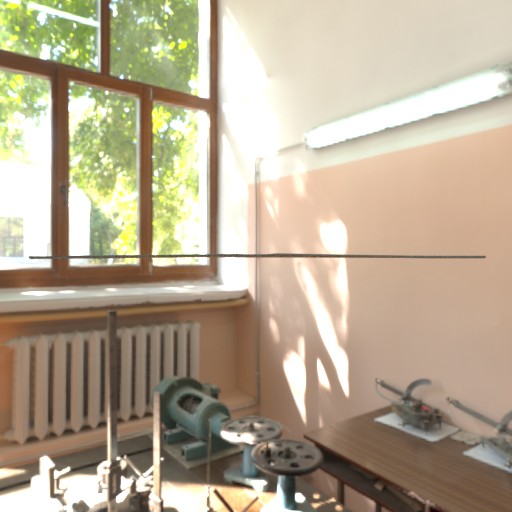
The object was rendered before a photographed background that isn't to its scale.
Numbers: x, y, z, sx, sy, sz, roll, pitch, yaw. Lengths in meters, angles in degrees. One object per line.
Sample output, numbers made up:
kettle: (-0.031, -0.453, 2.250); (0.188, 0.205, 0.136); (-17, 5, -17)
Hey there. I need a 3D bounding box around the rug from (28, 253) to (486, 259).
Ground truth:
rug: (0.000, 0.000, 3.005); (2.305, 0.029, 1.593); (0, 0, -1)
